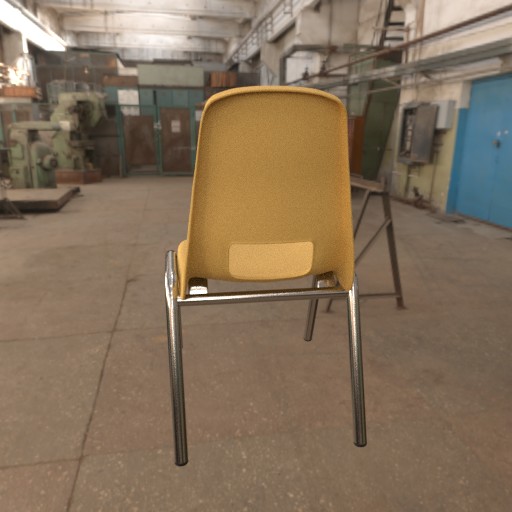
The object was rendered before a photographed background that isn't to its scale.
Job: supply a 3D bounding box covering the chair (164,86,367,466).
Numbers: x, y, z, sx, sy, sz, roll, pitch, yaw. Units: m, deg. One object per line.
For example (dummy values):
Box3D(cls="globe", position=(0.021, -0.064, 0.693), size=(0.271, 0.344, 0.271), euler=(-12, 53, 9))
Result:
Box3D(cls="chair", position=(0.000, 0.000, 0.858), size=(0.354, 0.586, 0.423), euler=(-2, 16, -8))
